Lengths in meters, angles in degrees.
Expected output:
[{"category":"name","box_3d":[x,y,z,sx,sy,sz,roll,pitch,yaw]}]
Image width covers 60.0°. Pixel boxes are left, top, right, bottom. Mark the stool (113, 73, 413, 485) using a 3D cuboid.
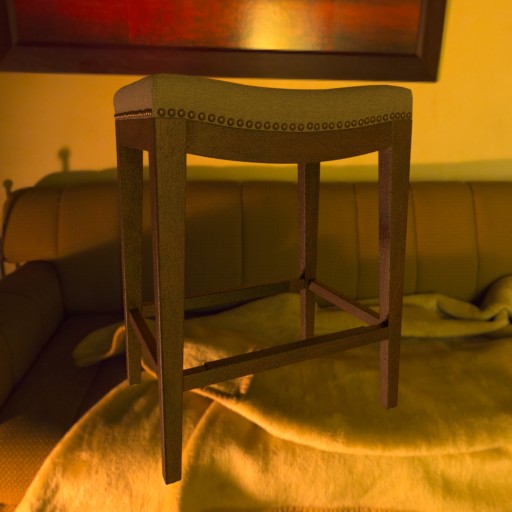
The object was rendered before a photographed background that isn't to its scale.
[{"category":"stool","box_3d":[0.000,0.000,0.915,0.508,0.660,0.356,-8,18,-24]}]
